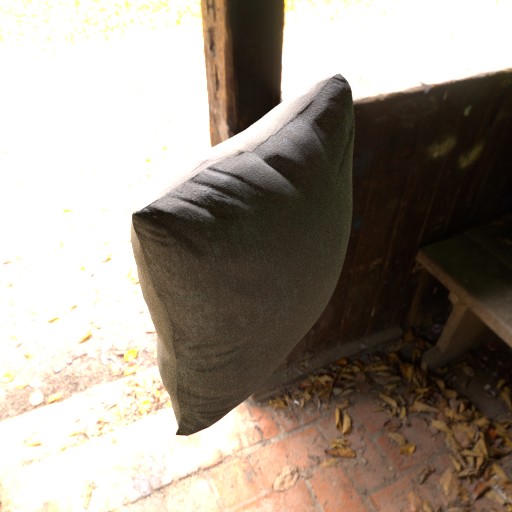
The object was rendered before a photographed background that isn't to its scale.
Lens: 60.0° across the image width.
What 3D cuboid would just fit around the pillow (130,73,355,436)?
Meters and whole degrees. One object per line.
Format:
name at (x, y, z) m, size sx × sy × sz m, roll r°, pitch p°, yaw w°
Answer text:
pillow at (0.000, 0.000, 0.702) m, size 0.245 × 0.448 × 0.450 m, roll 26°, pitch 48°, yaw 26°
